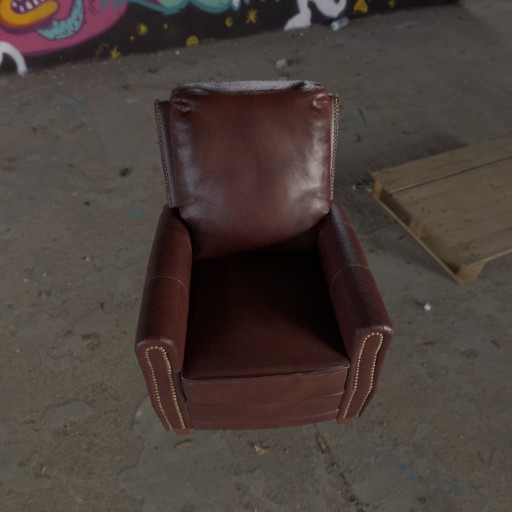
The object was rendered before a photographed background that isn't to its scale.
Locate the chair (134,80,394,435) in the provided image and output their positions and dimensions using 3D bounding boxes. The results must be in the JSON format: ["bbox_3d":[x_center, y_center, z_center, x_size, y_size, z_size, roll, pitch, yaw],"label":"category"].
[{"bbox_3d":[0.000,0.000,1.764,0.826,1.022,1.089,-3,46,-3],"label":"chair"}]
